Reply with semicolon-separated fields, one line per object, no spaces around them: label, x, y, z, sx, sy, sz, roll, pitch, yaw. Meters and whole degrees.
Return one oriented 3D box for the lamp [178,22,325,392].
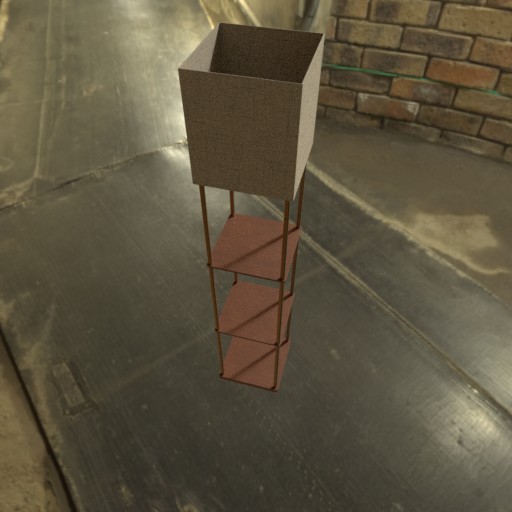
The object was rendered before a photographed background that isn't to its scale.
lamp;0.000;0.000;1.721;0.308;1.569;0.310;11;48;10
